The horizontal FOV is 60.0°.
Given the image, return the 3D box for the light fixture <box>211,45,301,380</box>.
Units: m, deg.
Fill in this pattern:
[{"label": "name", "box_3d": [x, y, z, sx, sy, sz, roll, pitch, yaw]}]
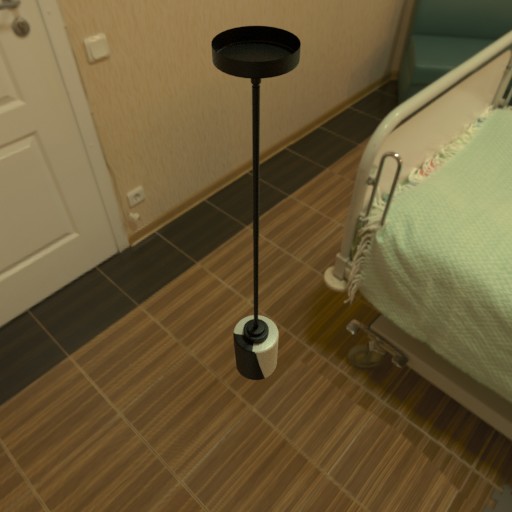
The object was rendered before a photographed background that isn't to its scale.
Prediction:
[{"label": "light fixture", "box_3d": [0.000, 0.000, 0.927, 0.123, 0.863, 0.123, 10, 48, 9]}]
